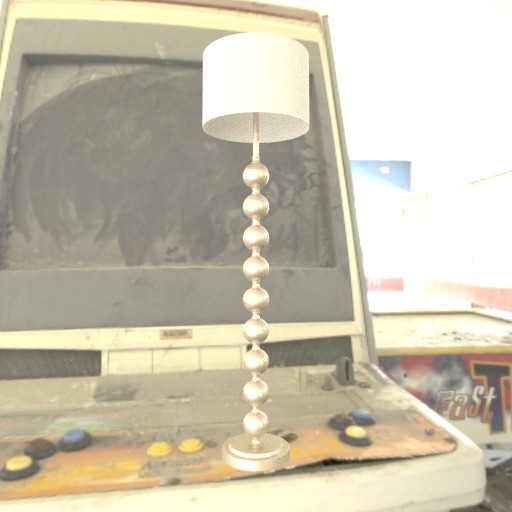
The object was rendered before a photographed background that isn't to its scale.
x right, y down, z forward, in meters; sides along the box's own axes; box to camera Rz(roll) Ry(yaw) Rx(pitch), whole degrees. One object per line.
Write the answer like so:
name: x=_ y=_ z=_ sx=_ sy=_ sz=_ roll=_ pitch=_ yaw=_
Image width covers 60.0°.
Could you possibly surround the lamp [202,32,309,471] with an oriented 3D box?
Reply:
lamp: x=0.000 y=0.000 z=1.643 sx=0.394 sy=1.474 sz=0.394 roll=0 pitch=0 yaw=17
